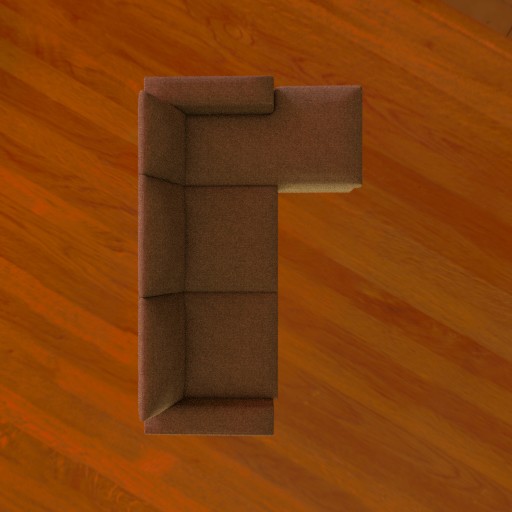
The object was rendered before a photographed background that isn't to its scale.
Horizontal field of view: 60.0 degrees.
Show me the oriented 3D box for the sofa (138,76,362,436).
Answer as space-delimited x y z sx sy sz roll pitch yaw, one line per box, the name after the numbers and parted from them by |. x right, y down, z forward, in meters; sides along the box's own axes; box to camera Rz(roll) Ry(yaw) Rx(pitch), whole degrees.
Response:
0.000 0.000 3.462 1.689 0.940 2.718 0 90 1 | sofa
